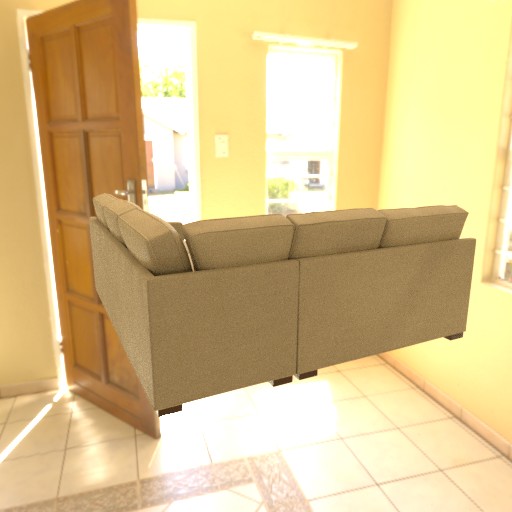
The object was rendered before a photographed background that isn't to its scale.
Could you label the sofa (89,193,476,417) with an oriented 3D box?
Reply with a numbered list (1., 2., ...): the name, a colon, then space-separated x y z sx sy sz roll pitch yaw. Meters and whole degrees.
1. sofa: 0.000 0.000 3.445 2.182 0.939 2.189 -7 15 -26
